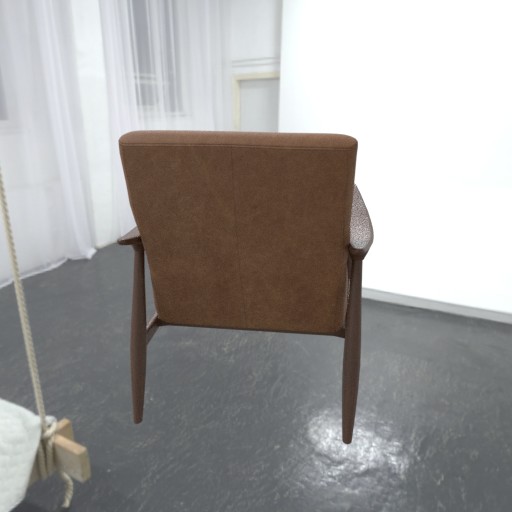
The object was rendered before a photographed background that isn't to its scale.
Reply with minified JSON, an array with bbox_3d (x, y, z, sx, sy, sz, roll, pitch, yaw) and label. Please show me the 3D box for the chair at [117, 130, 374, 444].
[{"bbox_3d":[0.000,0.000,1.483,0.741,0.832,0.798,2,18,7],"label":"chair"}]
